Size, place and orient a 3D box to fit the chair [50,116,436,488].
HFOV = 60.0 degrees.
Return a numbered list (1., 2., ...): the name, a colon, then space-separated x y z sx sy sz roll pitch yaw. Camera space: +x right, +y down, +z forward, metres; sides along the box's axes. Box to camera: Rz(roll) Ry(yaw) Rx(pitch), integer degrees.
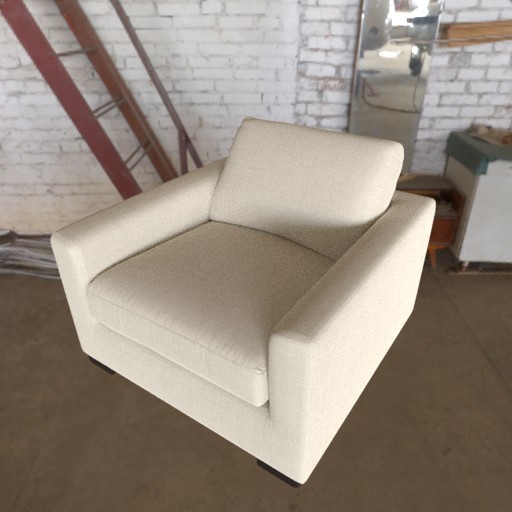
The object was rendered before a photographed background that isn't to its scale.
1. chair: 0.000 0.000 1.778 1.070 0.876 1.100 19 35 29
